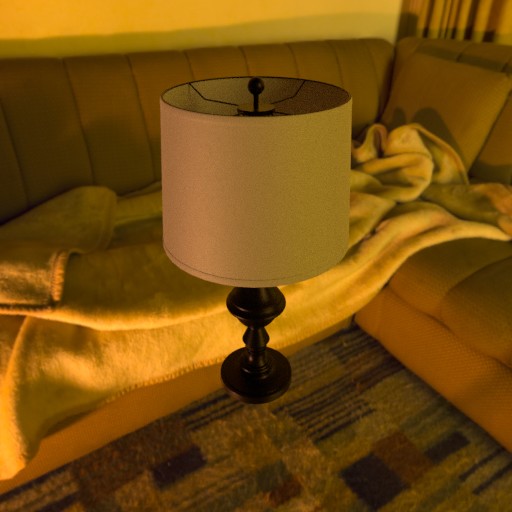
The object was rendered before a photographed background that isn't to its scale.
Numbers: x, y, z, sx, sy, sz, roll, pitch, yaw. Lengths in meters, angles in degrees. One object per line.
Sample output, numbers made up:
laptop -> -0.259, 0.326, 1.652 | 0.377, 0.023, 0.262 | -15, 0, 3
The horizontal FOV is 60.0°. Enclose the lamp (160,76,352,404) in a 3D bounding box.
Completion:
lamp -> 0.000, 0.000, 0.955 | 0.383, 0.726, 0.383 | 0, 32, 0
